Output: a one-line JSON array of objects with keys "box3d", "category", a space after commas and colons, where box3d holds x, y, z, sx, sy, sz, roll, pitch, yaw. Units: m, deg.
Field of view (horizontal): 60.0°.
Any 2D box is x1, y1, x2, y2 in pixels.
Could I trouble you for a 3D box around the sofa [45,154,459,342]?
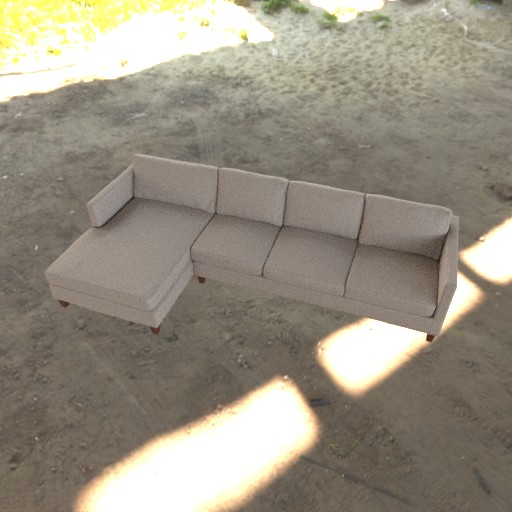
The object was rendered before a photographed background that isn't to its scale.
[{"box3d": [0.000, 0.000, 3.825, 3.186, 0.846, 1.625, 13, 42, 15], "category": "sofa"}]
